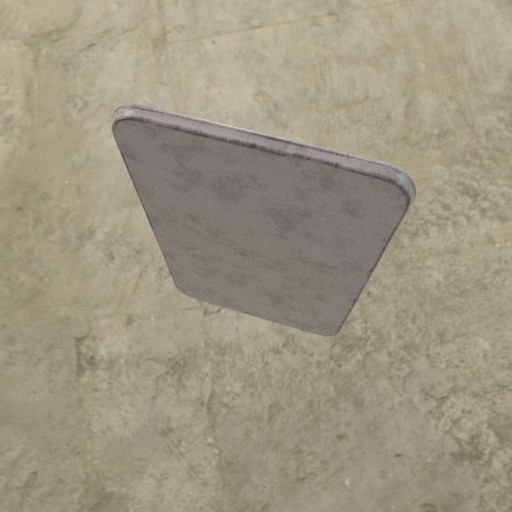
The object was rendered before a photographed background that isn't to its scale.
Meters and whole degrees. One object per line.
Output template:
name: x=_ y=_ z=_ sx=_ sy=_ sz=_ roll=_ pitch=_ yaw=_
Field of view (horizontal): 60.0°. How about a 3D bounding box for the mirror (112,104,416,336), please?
mirror: x=0.000 y=0.000 z=0.914 sx=0.461 sy=0.713 sz=0.024 roll=15 pitch=64 yaw=8
